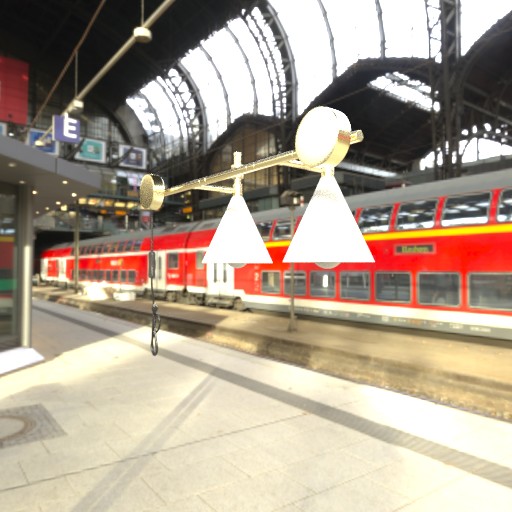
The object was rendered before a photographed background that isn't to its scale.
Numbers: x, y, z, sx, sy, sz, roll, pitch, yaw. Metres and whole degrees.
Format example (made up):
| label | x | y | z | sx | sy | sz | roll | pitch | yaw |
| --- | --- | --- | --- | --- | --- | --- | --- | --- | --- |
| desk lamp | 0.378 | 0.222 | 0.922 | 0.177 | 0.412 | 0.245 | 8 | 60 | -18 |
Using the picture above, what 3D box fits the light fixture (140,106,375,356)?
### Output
| label | x | y | z | sx | sy | sz | roll | pitch | yaw |
| --- | --- | --- | --- | --- | --- | --- | --- | --- | --- |
| light fixture | 0.000 | 0.000 | 0.869 | 0.239 | 0.468 | 0.642 | 1 | -2 | -38 |
